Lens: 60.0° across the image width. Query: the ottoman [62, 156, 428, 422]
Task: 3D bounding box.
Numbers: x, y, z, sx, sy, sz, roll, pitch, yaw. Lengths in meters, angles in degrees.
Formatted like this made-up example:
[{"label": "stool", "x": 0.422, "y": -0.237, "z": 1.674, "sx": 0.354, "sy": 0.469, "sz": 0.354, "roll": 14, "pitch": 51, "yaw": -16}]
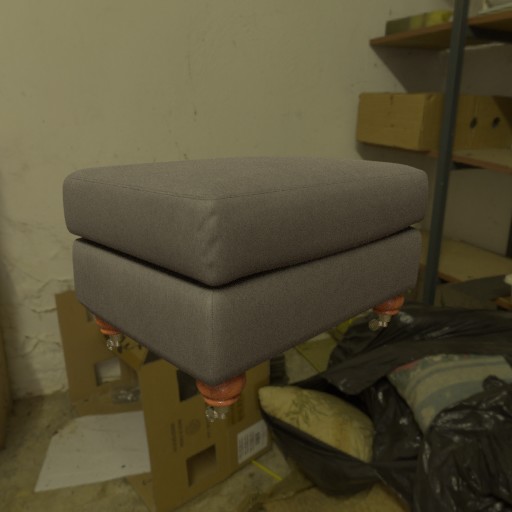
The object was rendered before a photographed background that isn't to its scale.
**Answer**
[{"label": "ottoman", "x": 0.000, "y": 0.000, "z": 1.150, "sx": 0.773, "sy": 0.497, "sz": 0.574, "roll": -15, "pitch": 21, "yaw": -42}]
